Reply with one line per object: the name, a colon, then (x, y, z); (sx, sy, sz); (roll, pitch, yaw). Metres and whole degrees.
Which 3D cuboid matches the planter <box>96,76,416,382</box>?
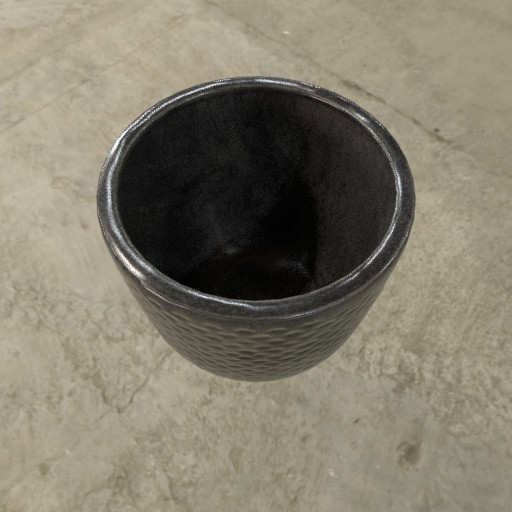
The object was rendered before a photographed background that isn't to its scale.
planter: (0.000, 0.000, 0.353); (0.197, 0.191, 0.197); (0, 58, 0)
